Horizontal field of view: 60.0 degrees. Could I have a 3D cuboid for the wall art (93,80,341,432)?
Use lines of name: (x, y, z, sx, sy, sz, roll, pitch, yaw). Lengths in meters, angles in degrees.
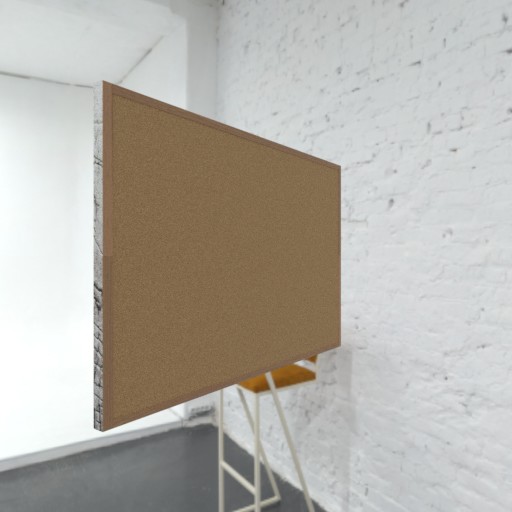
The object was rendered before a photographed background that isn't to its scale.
wall art: (0.000, 0.000, 1.419, 0.035, 0.758, 1.141, 0, 0, 37)
